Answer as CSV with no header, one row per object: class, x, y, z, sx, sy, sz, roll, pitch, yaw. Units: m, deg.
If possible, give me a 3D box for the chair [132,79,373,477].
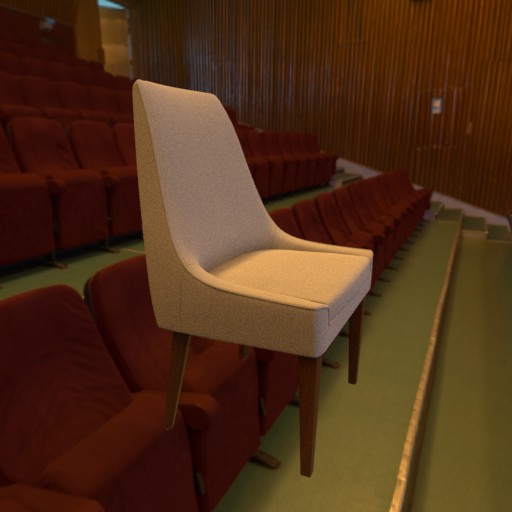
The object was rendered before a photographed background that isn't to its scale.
chair,0.000,0.000,1.169,0.544,0.861,0.529,7,15,25
